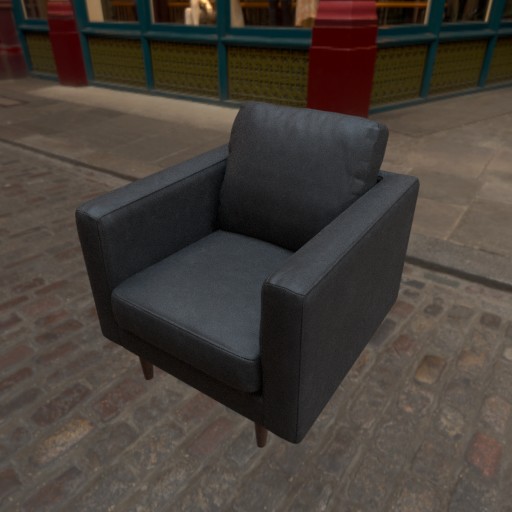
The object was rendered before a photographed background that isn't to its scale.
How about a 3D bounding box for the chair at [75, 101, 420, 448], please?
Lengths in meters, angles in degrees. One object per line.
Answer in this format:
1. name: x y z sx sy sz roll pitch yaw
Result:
1. chair: 0.000 0.000 1.560 0.831 0.898 0.879 19 36 29
